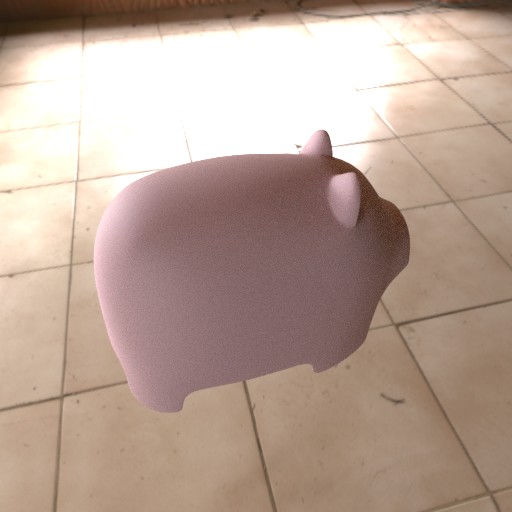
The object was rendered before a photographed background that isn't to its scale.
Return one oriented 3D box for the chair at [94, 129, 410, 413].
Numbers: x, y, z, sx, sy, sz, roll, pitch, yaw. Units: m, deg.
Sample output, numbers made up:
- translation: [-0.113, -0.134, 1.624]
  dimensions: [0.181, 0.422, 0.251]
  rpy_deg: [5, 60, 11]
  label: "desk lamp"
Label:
- translation: [0.000, 0.000, 0.863]
  dimensions: [0.619, 0.423, 0.364]
  rpy_deg: [-11, 47, -10]
  label: "chair"
